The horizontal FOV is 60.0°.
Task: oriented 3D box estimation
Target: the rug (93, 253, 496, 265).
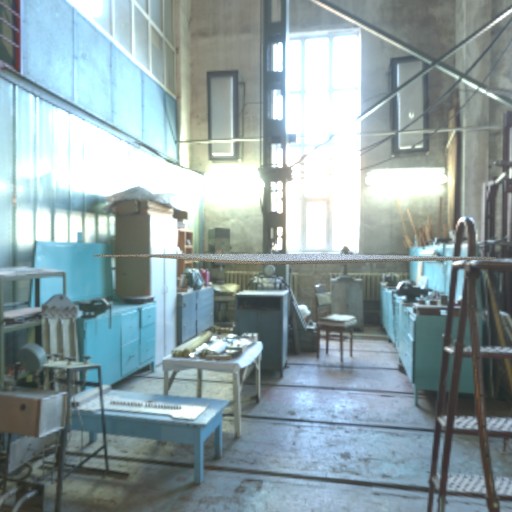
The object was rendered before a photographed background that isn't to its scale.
[{"bbox_3d":[0.000,0.000,2.220,1.154,0.021,1.792,-1,1,-34],"label":"rug"}]
